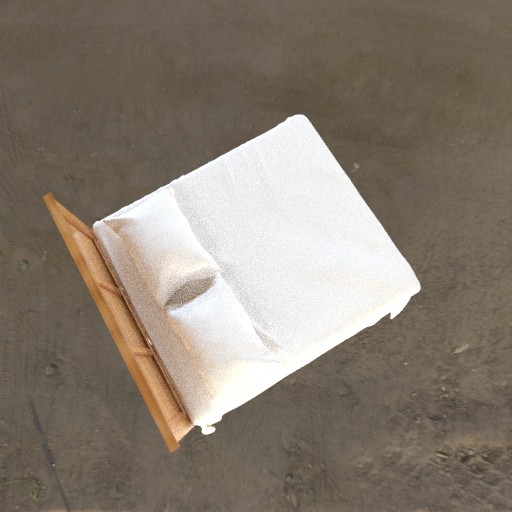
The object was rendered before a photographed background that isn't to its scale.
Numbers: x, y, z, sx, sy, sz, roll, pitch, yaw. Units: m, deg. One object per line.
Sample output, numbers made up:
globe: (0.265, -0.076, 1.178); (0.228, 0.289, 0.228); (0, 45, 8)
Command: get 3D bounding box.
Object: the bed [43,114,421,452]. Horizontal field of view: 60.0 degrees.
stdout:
bed: (0.000, 0.000, 3.216); (2.035, 1.273, 1.870); (-30, 78, -7)
